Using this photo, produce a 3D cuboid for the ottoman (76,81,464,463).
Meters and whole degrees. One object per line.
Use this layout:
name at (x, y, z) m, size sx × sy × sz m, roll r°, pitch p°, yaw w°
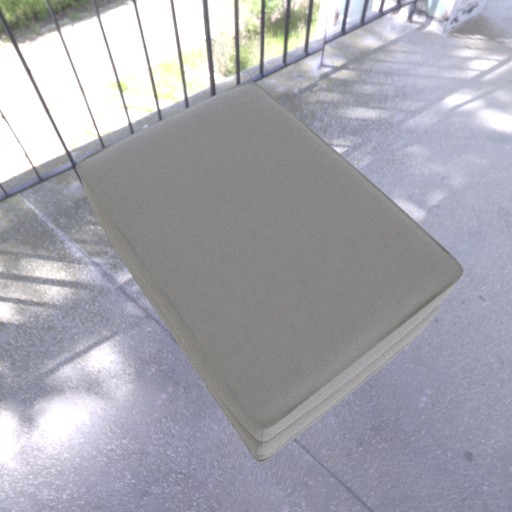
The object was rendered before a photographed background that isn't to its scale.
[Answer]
ottoman at (0.000, 0.000, 1.230) m, size 0.611 × 0.482 × 0.848 m, roll -32°, pitch 64°, yaw -18°
